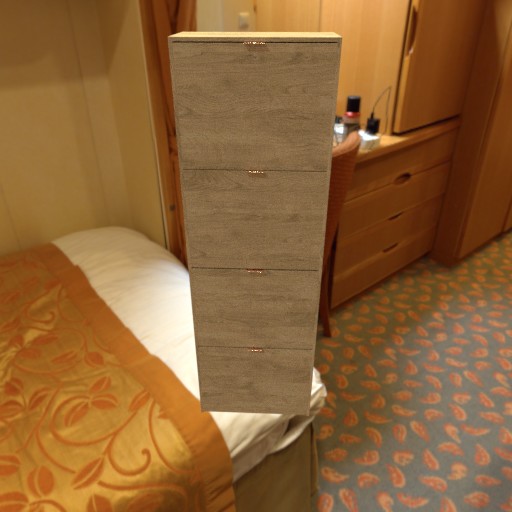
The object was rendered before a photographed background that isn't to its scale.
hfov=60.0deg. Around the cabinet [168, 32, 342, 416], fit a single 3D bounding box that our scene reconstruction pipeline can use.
[{"bbox_3d":[0.000,0.000,1.819,0.520,1.630,0.250,1,30,2],"label":"cabinet"}]
